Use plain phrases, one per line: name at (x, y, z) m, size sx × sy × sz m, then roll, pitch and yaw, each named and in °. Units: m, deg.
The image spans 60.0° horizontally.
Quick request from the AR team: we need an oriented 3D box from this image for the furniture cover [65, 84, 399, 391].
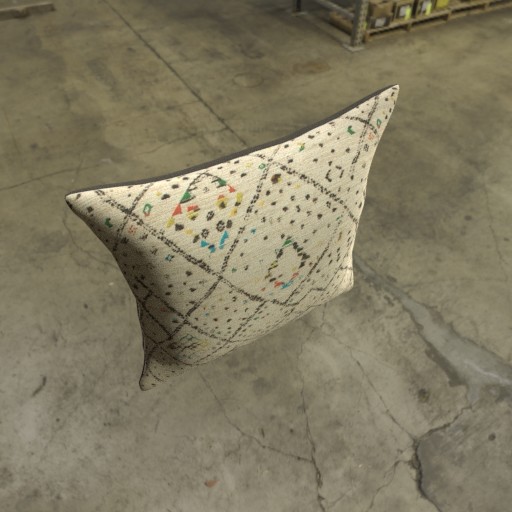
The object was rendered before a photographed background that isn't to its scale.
furniture cover at (0.000, 0.000, 0.781) m, size 0.525 × 0.498 × 0.180 m, roll -23°, pitch 52°, yaw -20°
